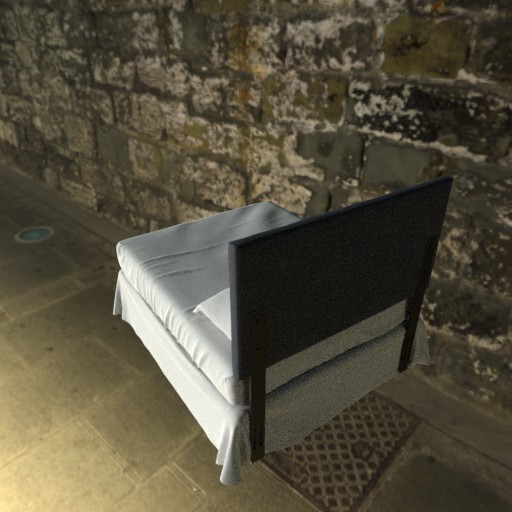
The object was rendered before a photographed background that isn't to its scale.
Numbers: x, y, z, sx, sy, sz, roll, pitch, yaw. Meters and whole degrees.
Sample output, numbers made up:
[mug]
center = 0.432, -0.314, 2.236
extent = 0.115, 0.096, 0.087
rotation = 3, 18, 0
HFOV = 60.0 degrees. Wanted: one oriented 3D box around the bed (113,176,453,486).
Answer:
[bed]
center = 0.000, 0.000, 3.501
extent = 1.936, 1.577, 2.222
rotation = -19, 35, -29
